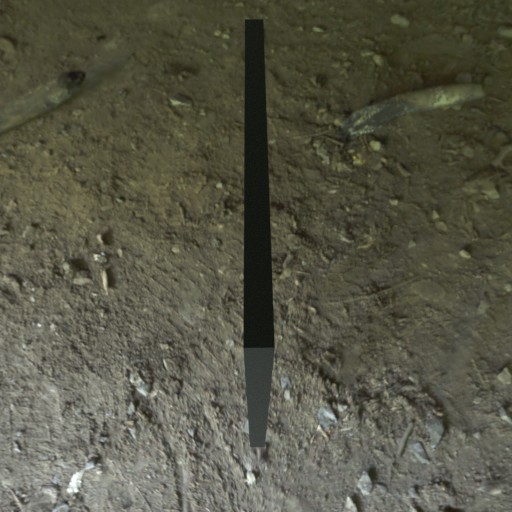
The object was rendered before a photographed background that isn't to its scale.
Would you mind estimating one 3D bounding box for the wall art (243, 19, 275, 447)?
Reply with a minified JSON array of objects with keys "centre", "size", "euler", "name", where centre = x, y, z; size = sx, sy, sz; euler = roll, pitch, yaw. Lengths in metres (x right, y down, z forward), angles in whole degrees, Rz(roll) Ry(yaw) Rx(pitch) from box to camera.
[{"centre":[0.000,0.000,0.740],"size":[0.028,0.511,0.513],"euler":[-1,58,0],"name":"wall art"}]
